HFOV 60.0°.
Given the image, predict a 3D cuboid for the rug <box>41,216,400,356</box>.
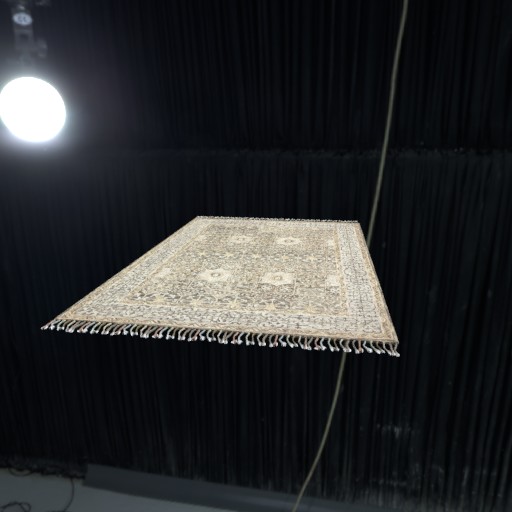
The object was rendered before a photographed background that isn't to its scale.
[{"bbox_3d":[0.000,0.000,2.431,1.237,0.010,2.029,2,17,8],"label":"rug"}]
